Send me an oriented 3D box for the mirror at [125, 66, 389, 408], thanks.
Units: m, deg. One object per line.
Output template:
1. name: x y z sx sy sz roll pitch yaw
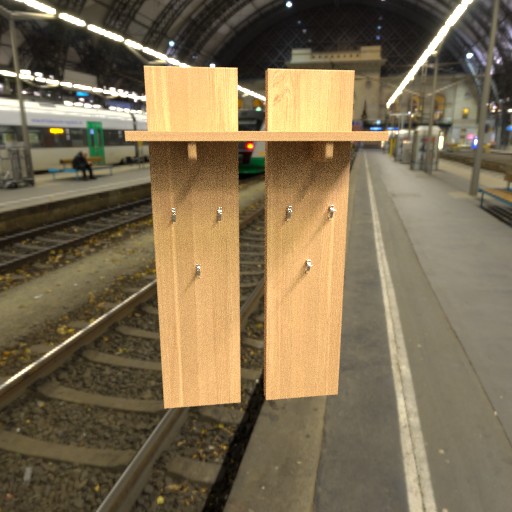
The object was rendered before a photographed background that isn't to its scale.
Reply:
1. mirror: 0.000 0.000 1.558 0.800 1.250 0.260 -2 15 -8
